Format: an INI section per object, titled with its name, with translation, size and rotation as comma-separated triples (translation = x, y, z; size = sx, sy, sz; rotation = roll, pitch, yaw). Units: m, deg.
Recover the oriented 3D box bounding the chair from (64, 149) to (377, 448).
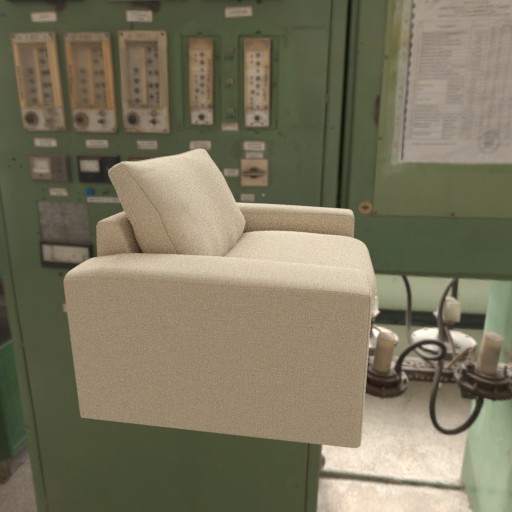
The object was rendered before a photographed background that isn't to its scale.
[chair]
translation = 0.000, 0.000, 2.032
size = 1.039, 0.915, 1.398
rotation = 3, 16, 9
